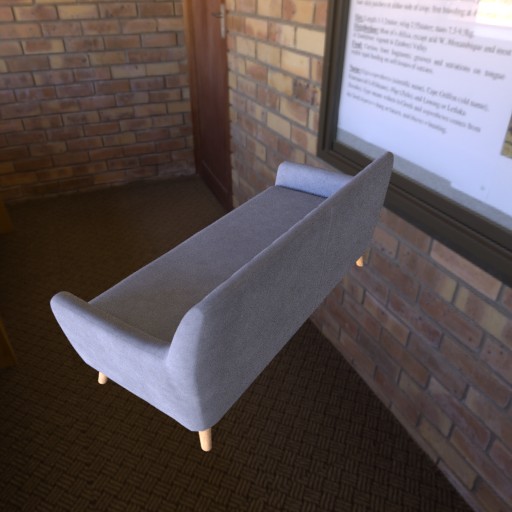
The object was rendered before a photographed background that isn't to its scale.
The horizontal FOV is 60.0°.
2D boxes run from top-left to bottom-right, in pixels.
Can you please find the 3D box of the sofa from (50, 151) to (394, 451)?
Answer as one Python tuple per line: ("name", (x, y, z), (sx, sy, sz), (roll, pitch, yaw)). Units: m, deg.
("sofa", (0.000, 0.000, 2.432), (0.830, 0.830, 1.970), (20, 37, 28))
